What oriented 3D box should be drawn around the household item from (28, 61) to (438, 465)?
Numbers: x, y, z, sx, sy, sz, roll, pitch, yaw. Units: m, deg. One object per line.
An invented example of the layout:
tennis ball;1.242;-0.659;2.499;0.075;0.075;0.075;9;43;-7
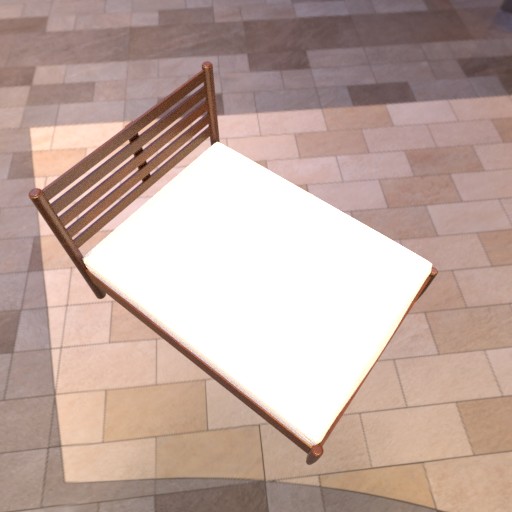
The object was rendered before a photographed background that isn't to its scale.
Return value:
household item;0.000;0.000;3.226;2.232;1.356;1.663;33;64;19
